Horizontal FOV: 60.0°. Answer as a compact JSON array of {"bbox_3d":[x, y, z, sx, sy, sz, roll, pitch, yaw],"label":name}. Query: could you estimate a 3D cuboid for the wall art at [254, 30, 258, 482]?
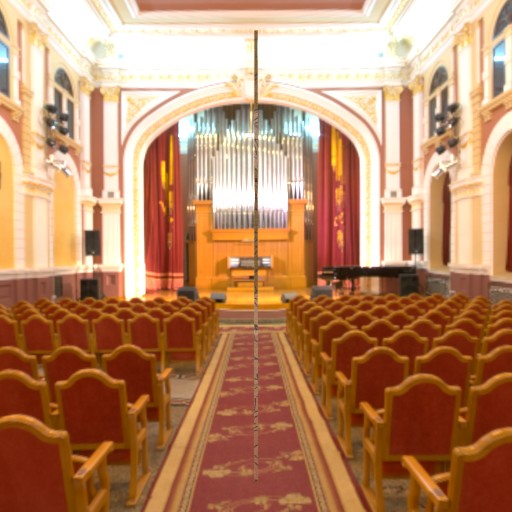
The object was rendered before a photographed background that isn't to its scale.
[{"bbox_3d":[0.000,0.000,2.263,0.013,1.534,1.519,0,0,0],"label":"wall art"}]
